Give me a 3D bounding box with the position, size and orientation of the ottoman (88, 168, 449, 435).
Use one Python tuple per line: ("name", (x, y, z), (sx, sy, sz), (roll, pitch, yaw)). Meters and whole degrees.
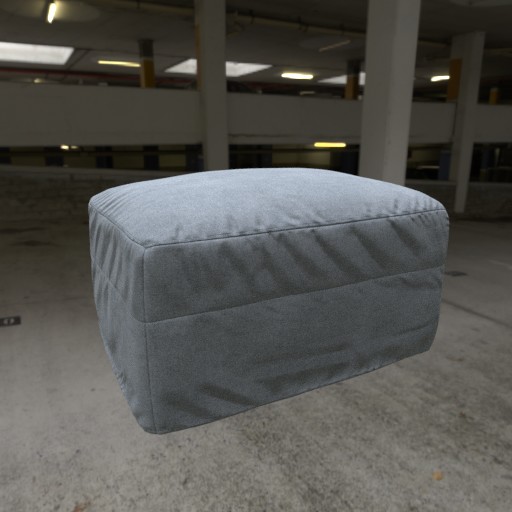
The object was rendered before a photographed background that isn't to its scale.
("ottoman", (0.000, 0.000, 1.253), (0.837, 0.481, 0.683), (-8, 17, -27))
